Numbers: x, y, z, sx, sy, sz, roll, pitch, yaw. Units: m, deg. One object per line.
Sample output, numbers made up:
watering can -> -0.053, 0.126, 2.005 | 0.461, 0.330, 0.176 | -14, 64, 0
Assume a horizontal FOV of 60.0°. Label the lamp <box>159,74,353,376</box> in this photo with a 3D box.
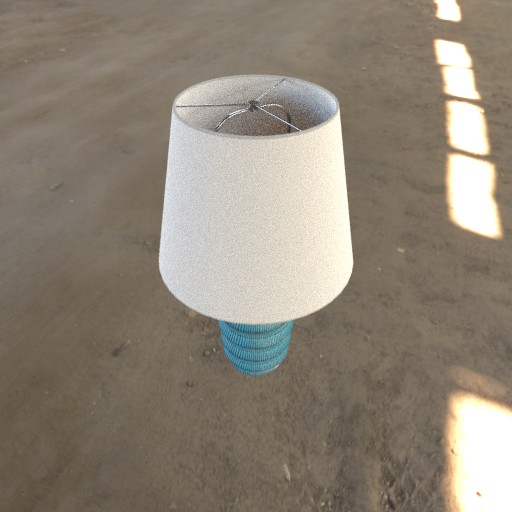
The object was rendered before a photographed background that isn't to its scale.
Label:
lamp -> 0.000, 0.000, 0.827 | 0.355, 0.582, 0.355 | 0, 40, 0
